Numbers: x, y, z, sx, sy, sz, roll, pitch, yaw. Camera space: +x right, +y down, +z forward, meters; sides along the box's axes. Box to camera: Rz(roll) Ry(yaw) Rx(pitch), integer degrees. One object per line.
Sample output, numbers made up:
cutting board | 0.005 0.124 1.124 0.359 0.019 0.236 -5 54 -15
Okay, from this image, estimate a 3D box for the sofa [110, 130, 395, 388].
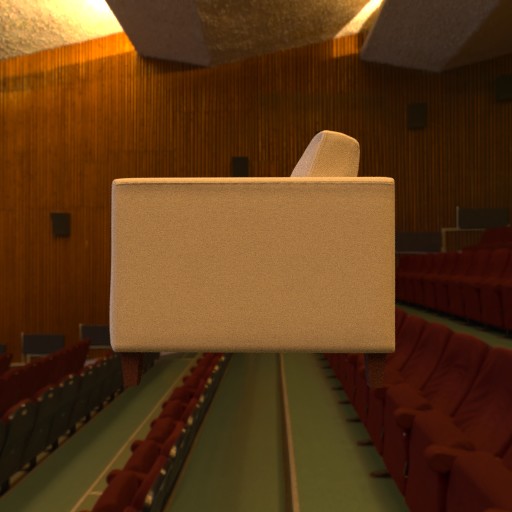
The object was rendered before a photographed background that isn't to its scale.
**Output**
sofa | 0.000 0.000 2.271 0.964 0.888 1.702 0 0 1
